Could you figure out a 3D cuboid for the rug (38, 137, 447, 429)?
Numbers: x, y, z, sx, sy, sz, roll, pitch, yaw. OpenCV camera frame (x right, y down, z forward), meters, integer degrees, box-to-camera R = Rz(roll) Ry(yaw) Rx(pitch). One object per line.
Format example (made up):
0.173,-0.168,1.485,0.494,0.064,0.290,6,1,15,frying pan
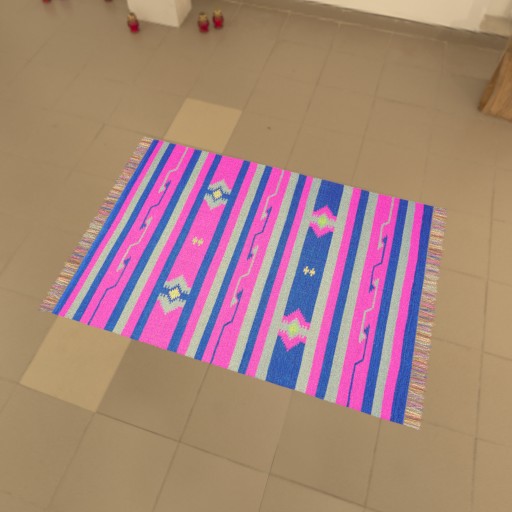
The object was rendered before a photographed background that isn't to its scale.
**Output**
0.000,0.000,2.908,2.350,0.013,1.539,15,61,9,rug
